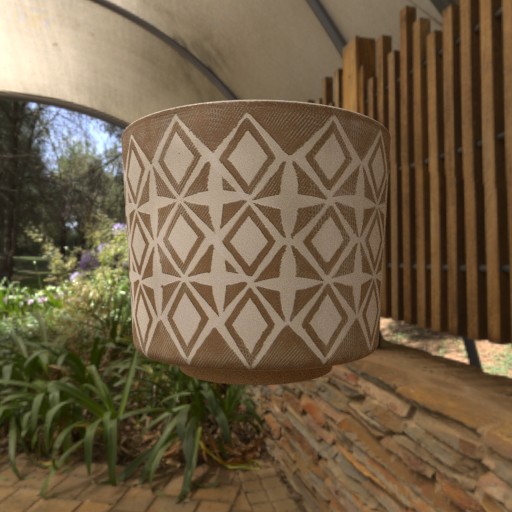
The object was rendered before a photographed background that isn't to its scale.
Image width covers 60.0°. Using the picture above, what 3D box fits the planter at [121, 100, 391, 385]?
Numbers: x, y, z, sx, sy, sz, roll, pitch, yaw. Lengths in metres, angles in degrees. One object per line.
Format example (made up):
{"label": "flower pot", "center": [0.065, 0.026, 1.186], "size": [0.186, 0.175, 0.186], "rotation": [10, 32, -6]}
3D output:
{"label": "planter", "center": [0.000, 0.000, 0.445], "size": [0.260, 0.220, 0.260], "rotation": [0, -1, 0]}
